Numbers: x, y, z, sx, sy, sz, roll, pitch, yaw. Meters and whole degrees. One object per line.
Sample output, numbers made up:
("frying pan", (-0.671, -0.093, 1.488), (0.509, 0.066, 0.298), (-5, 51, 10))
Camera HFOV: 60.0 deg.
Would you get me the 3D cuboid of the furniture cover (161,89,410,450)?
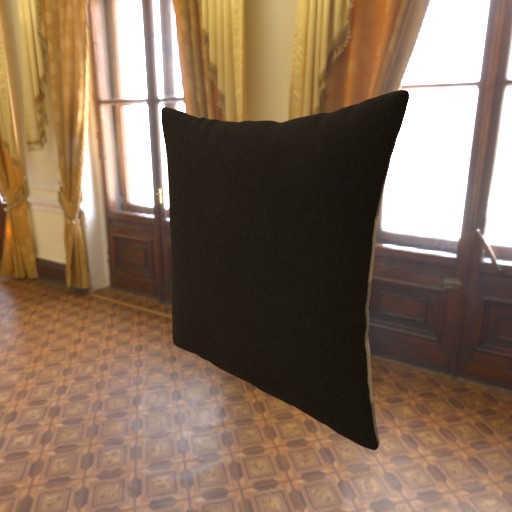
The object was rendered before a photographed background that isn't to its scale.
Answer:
("furniture cover", (0.000, 0.000, 0.766), (0.511, 0.509, 0.161), (14, 21, 42))
